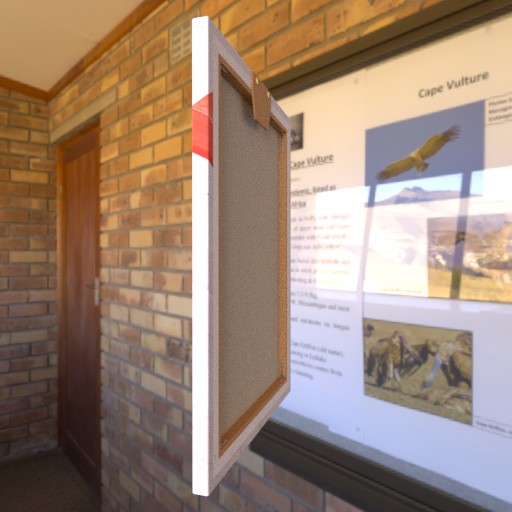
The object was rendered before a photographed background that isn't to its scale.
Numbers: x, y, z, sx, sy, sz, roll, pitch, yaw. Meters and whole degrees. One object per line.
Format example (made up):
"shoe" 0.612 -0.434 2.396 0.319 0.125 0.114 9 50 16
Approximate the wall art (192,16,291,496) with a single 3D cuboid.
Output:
"wall art" 0.000 0.000 1.299 0.045 1.014 0.759 0 0 18
